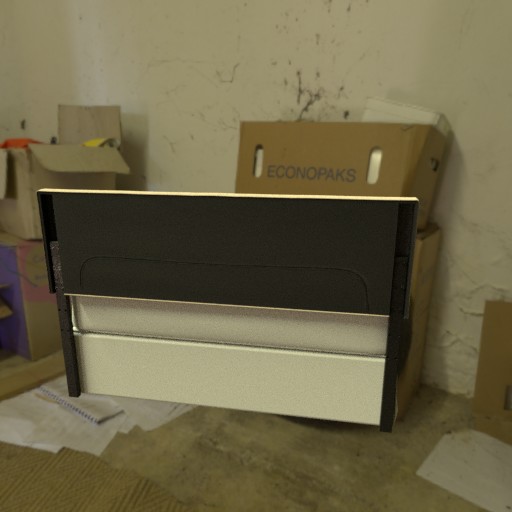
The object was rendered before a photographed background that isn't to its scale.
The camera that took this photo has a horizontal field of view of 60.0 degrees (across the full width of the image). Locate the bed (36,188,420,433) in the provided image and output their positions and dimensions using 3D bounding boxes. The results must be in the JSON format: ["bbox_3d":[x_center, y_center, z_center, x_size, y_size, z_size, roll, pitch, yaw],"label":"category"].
[{"bbox_3d":[0.000,0.000,2.787,1.616,1.016,1.876,3,16,10],"label":"bed"}]
